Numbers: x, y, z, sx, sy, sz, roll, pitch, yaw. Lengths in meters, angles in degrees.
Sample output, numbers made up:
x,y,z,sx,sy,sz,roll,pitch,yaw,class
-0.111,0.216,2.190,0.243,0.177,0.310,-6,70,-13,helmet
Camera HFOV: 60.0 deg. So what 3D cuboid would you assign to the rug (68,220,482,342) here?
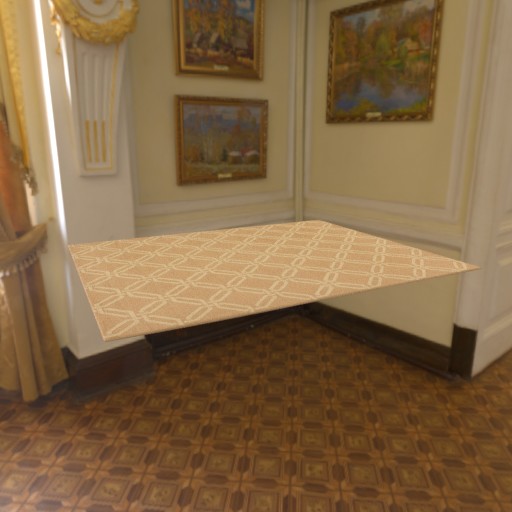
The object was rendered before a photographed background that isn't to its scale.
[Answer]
x,y,z,sx,sy,sz,roll,pitch,yaw,class
0.000,0.000,3.899,2.895,0.018,2.288,-8,17,-26,rug
